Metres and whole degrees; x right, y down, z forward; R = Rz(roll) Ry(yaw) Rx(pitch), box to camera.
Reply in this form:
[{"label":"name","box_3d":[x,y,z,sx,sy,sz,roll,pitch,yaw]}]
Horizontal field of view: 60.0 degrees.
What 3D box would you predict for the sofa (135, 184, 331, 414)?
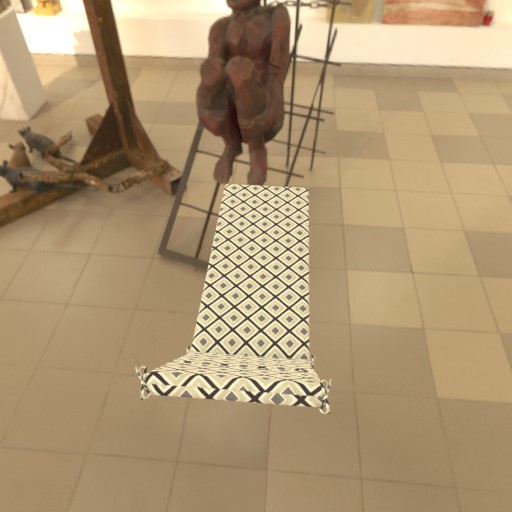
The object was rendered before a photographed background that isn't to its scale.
[{"label":"sofa","box_3d":[0.000,0.000,1.992,0.582,0.622,1.663,3,47,3]}]
